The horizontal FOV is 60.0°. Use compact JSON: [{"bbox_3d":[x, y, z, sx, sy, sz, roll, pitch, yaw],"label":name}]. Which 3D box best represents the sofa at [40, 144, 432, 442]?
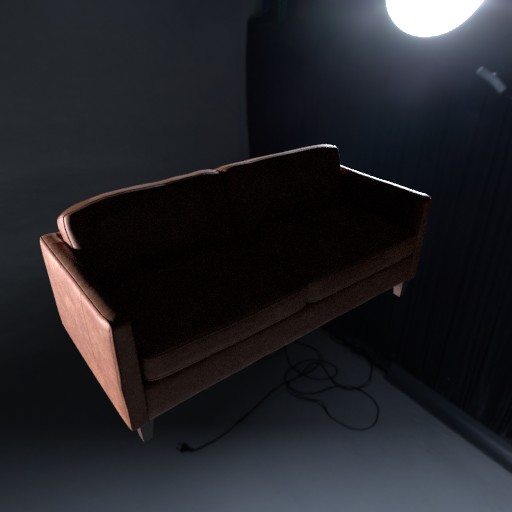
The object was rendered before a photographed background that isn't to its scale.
[{"bbox_3d":[0.000,0.000,2.464,1.971,0.863,0.923,-21,36,-32],"label":"sofa"}]
